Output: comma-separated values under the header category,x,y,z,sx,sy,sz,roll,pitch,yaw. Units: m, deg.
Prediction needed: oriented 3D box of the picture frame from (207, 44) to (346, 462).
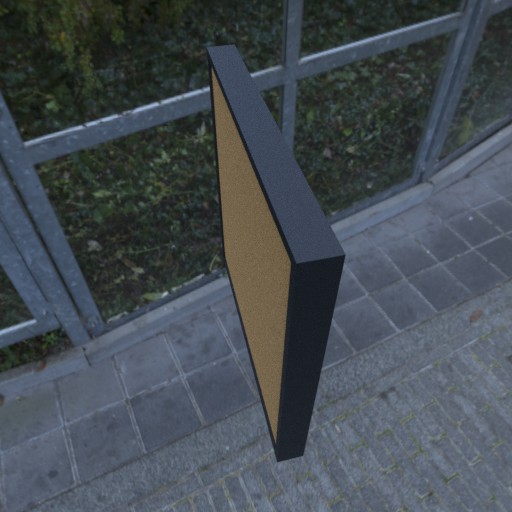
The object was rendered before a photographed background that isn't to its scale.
category,x,y,z,sx,sy,sz,roll,pitch,yaw
picture frame,0.000,0.000,0.474,0.030,0.317,0.317,-10,47,-9
